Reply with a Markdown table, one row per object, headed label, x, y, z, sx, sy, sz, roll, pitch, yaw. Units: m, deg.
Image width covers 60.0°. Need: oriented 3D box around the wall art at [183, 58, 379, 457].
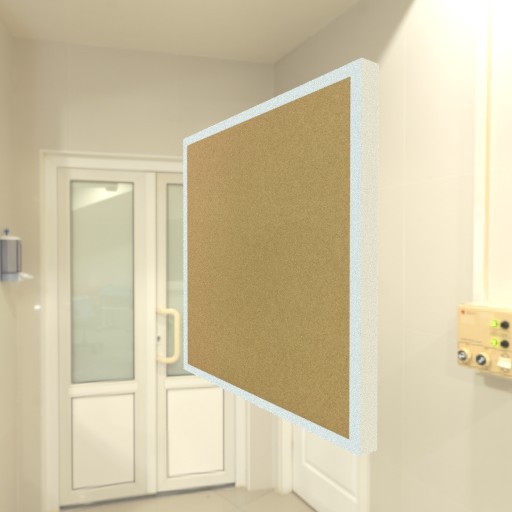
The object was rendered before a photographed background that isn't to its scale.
| label | x | y | z | sx | sy | sz | roll | pitch | yaw |
| --- | --- | --- | --- | --- | --- | --- | --- | --- | --- |
| wall art | 0.000 | 0.000 | 0.471 | 0.020 | 0.307 | 0.307 | -1 | 1 | -35 |
